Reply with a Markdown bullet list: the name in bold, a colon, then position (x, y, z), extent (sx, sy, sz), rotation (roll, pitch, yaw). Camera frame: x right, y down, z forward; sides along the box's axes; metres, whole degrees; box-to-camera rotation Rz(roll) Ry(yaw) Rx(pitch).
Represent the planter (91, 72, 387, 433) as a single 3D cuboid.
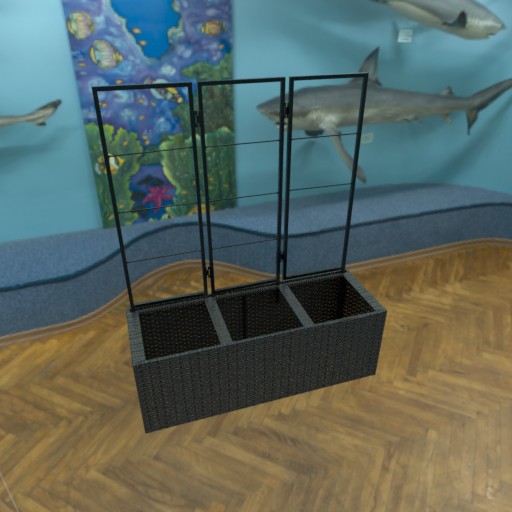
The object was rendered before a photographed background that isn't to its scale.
- **planter**: position (0.000, 0.000, 1.160), extent (0.699, 0.841, 0.244), rotation (-9, 31, -15)
